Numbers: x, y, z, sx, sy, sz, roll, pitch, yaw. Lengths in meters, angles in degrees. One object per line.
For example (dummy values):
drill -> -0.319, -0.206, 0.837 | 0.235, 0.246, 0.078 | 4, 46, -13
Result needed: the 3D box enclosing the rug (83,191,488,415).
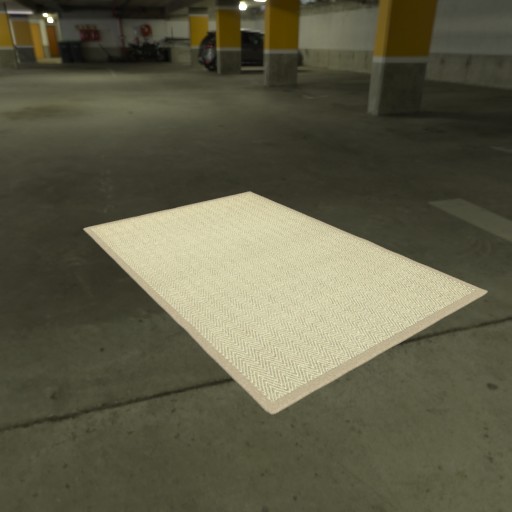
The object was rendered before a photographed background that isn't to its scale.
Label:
rug -> 0.000, 0.000, 2.899 | 1.540, 0.021, 2.290 | -18, 31, -32
